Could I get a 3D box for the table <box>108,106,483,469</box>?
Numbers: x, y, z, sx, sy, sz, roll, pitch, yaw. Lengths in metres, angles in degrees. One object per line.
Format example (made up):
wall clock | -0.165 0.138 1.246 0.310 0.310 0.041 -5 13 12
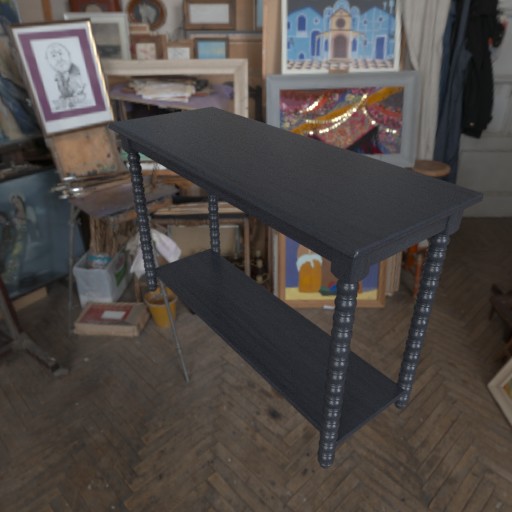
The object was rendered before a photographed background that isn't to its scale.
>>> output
table | 0.000 0.000 1.513 0.459 0.735 1.184 -21 37 -32
